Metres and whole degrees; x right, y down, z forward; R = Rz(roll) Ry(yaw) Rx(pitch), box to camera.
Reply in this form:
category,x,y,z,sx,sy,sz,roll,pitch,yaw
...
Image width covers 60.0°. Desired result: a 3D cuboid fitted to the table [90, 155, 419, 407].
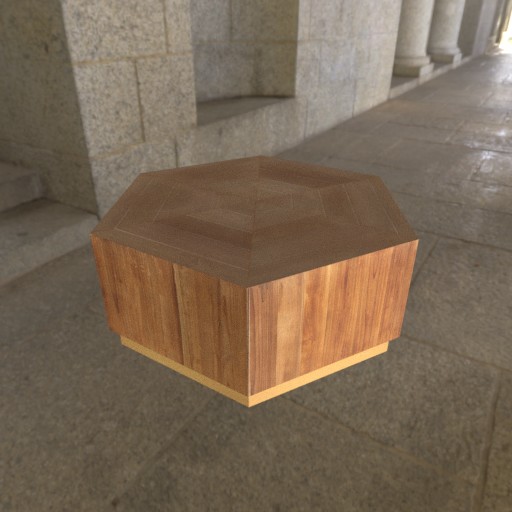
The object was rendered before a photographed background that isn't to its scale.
category,x,y,z,sx,sy,sz,roll,pitch,yaw
table,0.000,0.000,1.707,1.000,0.456,1.154,1,29,2
